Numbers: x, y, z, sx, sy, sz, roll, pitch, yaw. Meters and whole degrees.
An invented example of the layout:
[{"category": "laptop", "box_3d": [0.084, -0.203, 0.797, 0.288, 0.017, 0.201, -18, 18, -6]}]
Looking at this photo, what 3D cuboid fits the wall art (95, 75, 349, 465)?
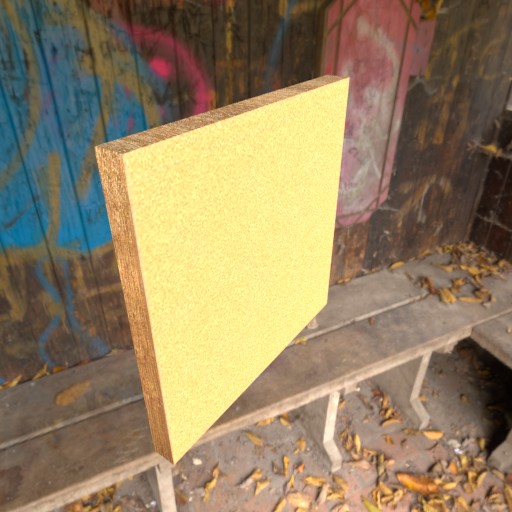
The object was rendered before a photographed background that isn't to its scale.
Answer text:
[{"category": "wall art", "box_3d": [0.000, 0.000, 0.601, 0.039, 0.403, 0.406, 21, 37, 30]}]
